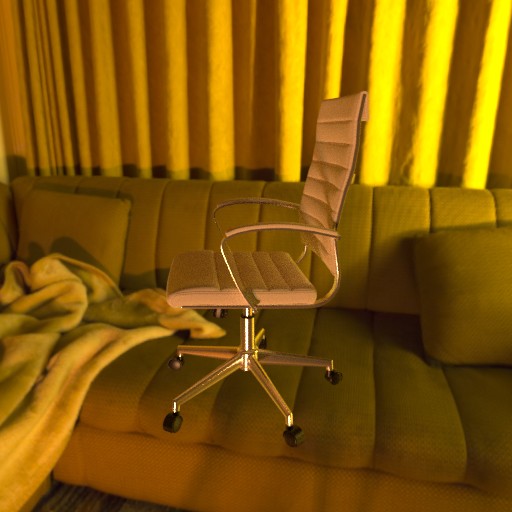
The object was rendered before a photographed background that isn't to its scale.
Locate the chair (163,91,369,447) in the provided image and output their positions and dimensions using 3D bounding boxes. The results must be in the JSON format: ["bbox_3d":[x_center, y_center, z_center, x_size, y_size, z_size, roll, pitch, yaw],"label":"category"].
[{"bbox_3d":[0.000,0.000,1.679,0.739,1.149,0.766,-2,16,-7],"label":"chair"}]
